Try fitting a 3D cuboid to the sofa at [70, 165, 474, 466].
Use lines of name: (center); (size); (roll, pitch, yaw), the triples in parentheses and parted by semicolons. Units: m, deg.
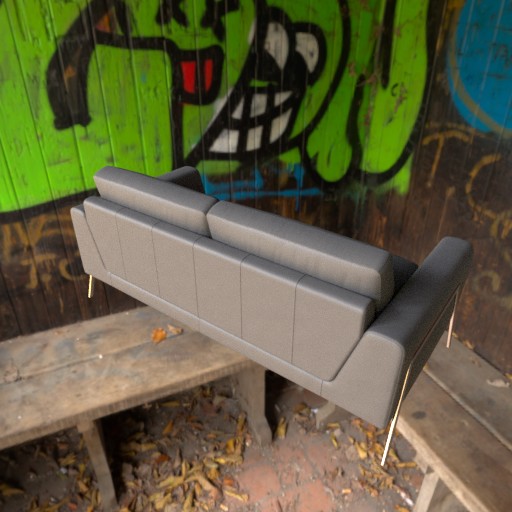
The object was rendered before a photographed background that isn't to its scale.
sofa: (0.000, 0.000, 2.454); (2.017, 0.875, 0.953); (20, 36, 31)
